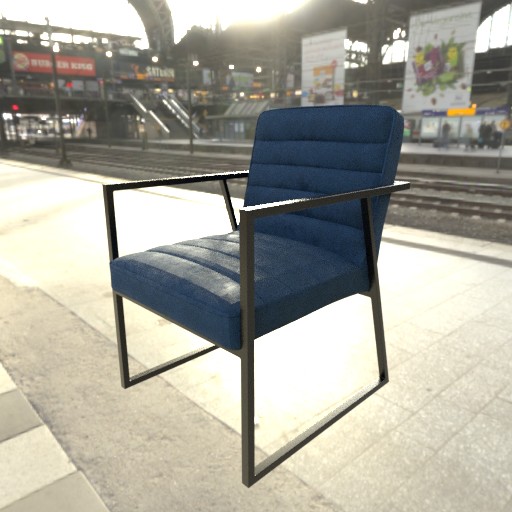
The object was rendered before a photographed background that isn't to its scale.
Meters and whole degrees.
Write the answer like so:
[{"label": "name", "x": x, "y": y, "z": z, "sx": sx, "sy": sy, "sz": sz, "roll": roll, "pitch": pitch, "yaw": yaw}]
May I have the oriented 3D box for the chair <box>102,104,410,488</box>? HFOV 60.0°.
[{"label": "chair", "x": 0.000, "y": 0.000, "z": 1.267, "sx": 0.677, "sy": 0.833, "sz": 0.571, "roll": -15, "pitch": 22, "yaw": -42}]
